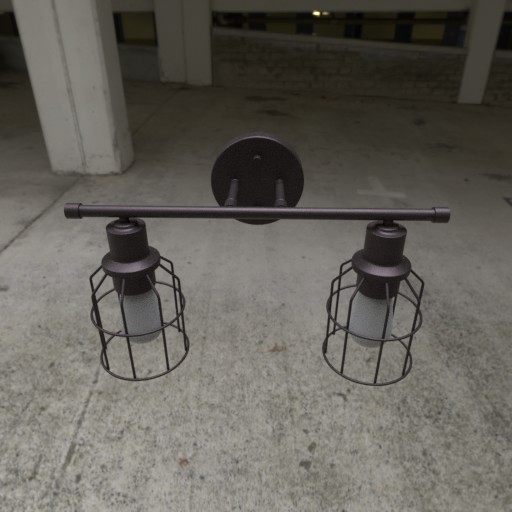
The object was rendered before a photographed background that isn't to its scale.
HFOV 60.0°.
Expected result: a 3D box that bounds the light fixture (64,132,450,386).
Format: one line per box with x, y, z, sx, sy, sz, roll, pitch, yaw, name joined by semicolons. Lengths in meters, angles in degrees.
0.000;0.000;0.531;0.406;0.254;0.165;1;30;1;light fixture
